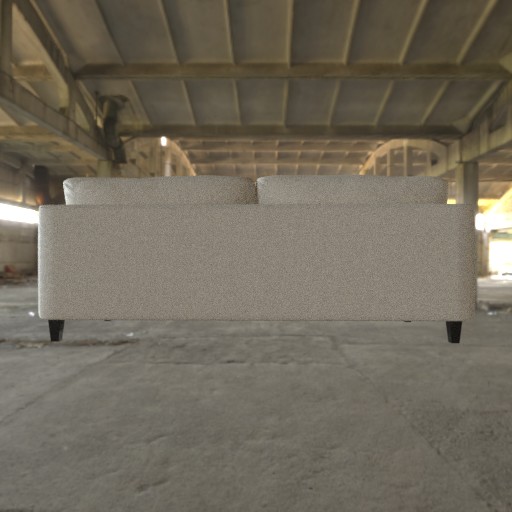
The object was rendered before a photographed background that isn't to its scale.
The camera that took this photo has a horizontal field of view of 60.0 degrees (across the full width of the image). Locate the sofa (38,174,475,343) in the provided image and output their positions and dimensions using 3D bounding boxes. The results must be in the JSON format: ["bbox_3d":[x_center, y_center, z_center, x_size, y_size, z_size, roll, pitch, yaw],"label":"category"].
[{"bbox_3d":[0.000,0.000,2.894,2.434,0.965,0.948,0,0,1],"label":"sofa"}]
